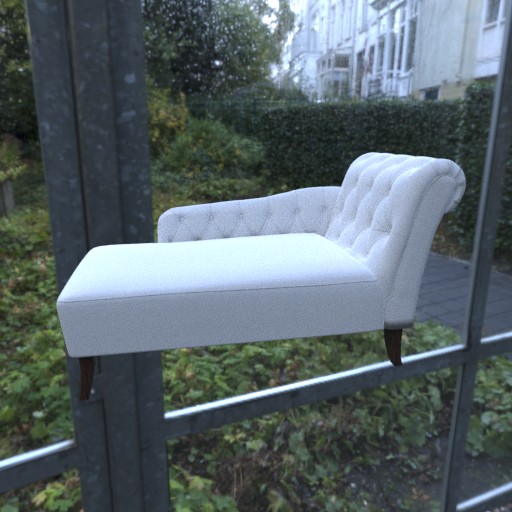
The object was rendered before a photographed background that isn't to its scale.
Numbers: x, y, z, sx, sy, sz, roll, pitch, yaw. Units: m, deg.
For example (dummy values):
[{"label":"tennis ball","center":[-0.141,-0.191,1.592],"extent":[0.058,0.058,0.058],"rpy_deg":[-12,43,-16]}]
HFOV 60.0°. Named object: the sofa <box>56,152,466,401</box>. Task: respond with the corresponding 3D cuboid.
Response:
[{"label":"sofa","center":[0.000,0.000,1.784],"extent":[1.379,0.787,0.675],"rpy_deg":[-3,16,-10]}]
